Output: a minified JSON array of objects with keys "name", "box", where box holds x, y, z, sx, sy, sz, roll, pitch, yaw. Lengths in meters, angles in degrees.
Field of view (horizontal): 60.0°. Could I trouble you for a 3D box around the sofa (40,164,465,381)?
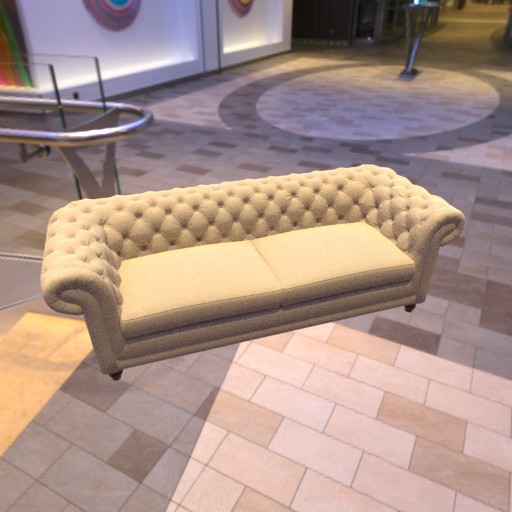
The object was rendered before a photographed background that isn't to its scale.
[{"name":"sofa","box":[0.000,0.000,3.166,2.694,0.847,1.076,-10,33,-16]}]
